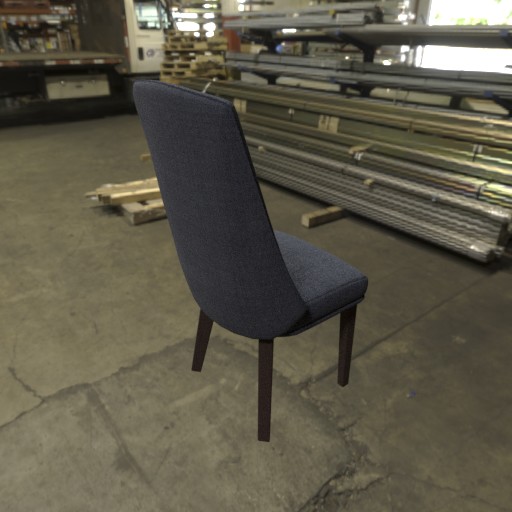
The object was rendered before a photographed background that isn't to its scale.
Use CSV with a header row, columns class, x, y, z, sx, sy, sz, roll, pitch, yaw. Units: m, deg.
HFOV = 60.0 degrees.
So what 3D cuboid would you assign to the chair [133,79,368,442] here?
class,x,y,z,sx,sy,sz,roll,pitch,yaw
chair,0.000,0.000,1.373,0.577,1.050,0.510,-20,34,-33
